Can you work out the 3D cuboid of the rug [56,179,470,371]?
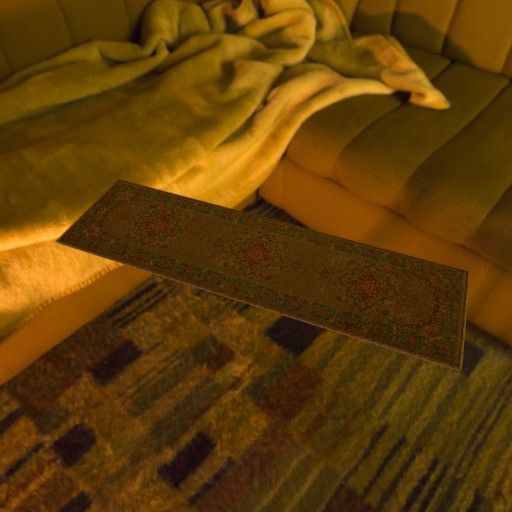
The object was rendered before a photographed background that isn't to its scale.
[{"bbox_3d":[0.000,0.000,2.539,2.297,0.019,0.659,16,49,15],"label":"rug"}]
